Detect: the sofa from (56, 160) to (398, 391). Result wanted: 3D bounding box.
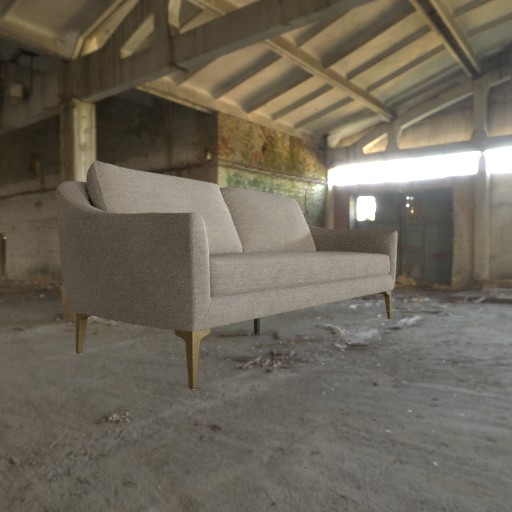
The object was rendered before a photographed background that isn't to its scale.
[{"bbox_3d":[0.000,0.000,2.591,0.980,0.913,2.036,1,1,37],"label":"sofa"}]
